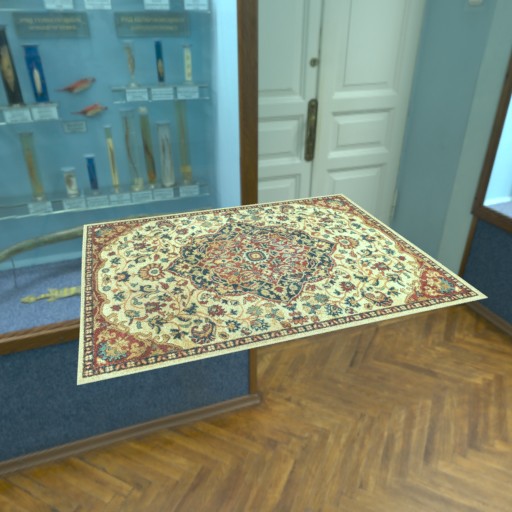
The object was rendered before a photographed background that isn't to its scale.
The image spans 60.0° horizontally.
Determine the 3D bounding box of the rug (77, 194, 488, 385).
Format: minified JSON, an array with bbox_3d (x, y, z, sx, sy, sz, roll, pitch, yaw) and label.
[{"bbox_3d":[0.000,0.000,4.113,3.067,0.005,2.454,-9,30,-16],"label":"rug"}]
